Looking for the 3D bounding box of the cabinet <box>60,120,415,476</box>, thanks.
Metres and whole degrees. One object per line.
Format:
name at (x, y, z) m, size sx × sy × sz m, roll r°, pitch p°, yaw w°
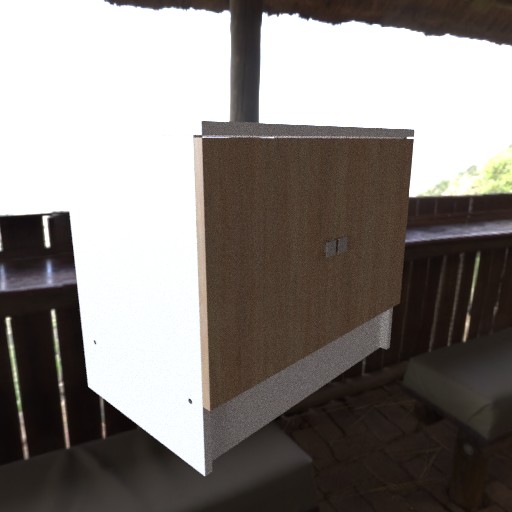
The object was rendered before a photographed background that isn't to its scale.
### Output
cabinet at (0.000, 0.000, 0.939) m, size 0.400 × 0.522 × 0.600 m, roll 13°, pitch 20°, yaw 41°
